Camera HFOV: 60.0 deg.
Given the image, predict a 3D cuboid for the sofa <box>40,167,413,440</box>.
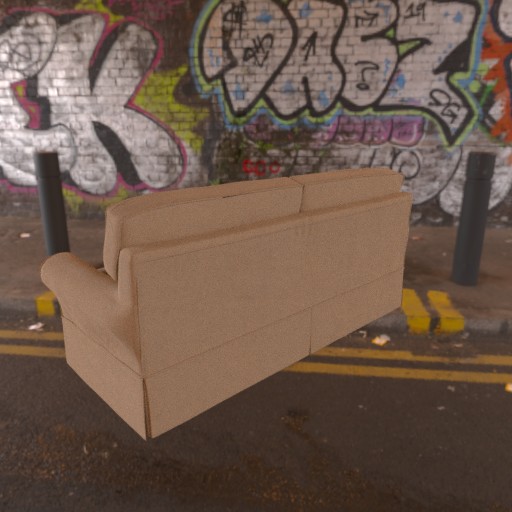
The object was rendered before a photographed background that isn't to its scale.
[{"bbox_3d":[0.000,0.000,2.710,2.246,1.014,0.900,-15,23,-41],"label":"sofa"}]
